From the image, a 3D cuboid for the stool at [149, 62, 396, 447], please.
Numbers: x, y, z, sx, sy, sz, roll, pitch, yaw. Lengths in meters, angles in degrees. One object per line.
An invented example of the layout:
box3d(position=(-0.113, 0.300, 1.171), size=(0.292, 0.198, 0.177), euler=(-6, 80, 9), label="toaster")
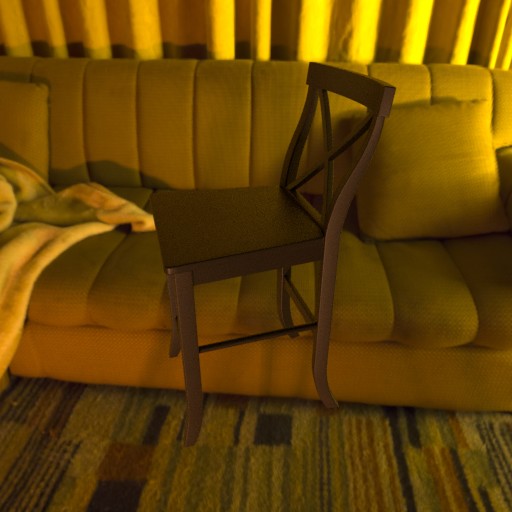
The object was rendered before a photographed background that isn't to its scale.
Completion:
box3d(position=(0.000, 0.000, 1.299), size=(0.559, 0.989, 0.452), euler=(-8, 31, -14), label="stool")
